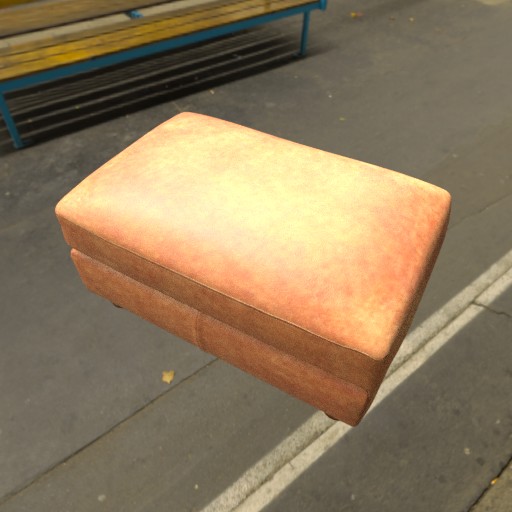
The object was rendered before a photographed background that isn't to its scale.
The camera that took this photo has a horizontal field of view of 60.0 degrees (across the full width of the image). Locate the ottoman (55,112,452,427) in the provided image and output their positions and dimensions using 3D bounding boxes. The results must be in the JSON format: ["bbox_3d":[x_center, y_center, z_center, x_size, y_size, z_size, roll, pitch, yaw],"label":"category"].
[{"bbox_3d":[0.000,0.000,1.201,0.852,0.507,0.565,22,50,20],"label":"ottoman"}]
